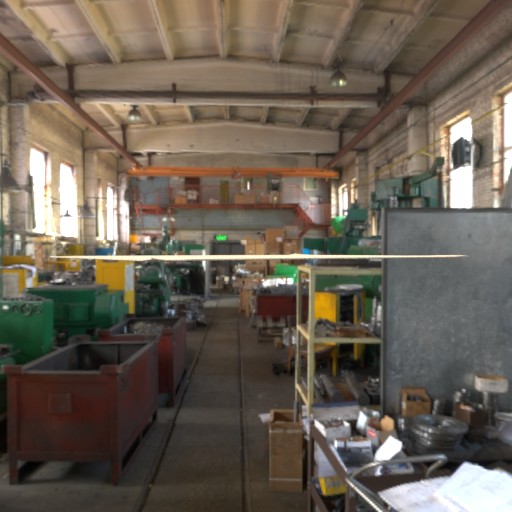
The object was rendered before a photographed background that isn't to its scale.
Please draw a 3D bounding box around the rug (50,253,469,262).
[{"bbox_3d":[0.000,0.000,3.880,2.897,0.035,2.277,0,1,-36],"label":"rug"}]
